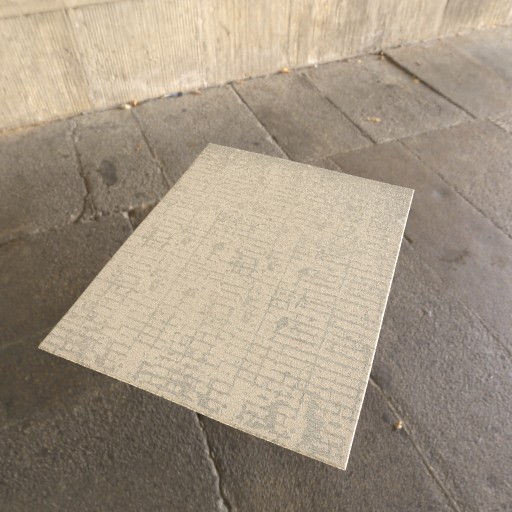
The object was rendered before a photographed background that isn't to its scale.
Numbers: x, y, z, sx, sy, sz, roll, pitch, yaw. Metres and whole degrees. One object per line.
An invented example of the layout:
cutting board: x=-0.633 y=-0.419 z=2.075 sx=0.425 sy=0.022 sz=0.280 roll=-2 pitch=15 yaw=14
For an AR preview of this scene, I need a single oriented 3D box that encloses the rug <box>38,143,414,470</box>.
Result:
rug: x=0.000 y=0.000 z=4.095 sx=2.447 sy=0.014 sz=3.061 roll=16 pitch=49 yaw=15
